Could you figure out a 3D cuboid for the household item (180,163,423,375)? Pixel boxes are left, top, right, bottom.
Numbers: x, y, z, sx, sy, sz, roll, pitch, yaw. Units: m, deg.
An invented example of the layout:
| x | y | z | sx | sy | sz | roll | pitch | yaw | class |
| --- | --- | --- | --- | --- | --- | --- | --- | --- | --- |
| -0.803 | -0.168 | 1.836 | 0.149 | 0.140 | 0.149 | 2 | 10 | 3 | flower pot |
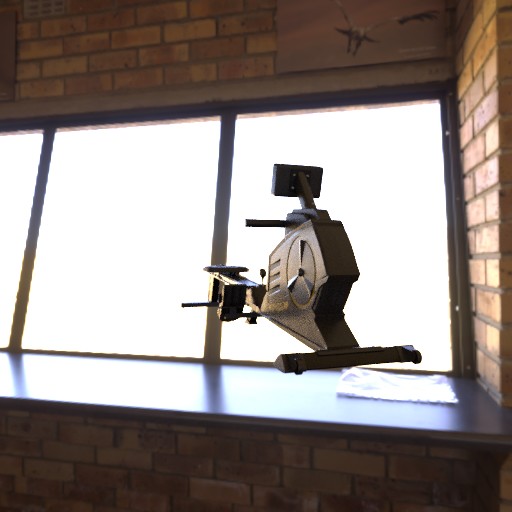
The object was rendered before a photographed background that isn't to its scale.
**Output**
| x | y | z | sx | sy | sz | roll | pitch | yaw | class |
| --- | --- | --- | --- | --- | --- | --- | --- | --- | --- |
| 0.000 | 0.000 | 2.530 | 0.521 | 0.810 | 2.251 | 0 | 0 | -18 | household item |
